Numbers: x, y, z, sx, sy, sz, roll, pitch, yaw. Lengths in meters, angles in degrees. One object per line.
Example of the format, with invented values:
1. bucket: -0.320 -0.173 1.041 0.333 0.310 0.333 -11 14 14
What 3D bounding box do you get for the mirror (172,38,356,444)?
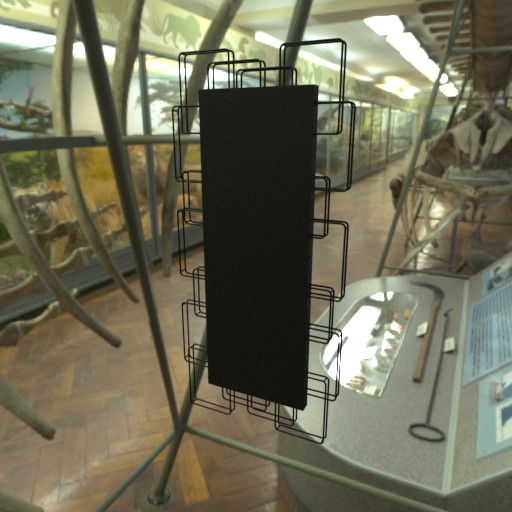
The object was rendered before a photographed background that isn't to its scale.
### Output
1. mirror: 0.000 0.000 1.377 0.565 1.192 0.037 8 18 25
